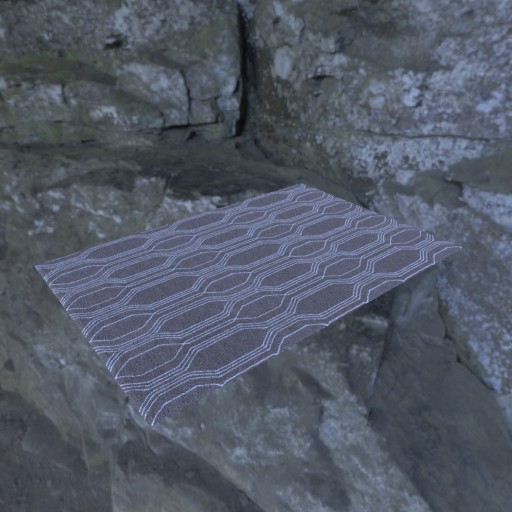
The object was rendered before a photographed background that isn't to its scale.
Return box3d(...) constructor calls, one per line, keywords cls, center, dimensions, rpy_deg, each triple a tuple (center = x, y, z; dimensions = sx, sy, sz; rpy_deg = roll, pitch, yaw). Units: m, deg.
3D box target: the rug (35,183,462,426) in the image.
box3d(cls="rug", center=(0.000, 0.000, 2.285), dimensions=(1.836, 0.012, 1.239), rpy_deg=(-22, 36, -33))
